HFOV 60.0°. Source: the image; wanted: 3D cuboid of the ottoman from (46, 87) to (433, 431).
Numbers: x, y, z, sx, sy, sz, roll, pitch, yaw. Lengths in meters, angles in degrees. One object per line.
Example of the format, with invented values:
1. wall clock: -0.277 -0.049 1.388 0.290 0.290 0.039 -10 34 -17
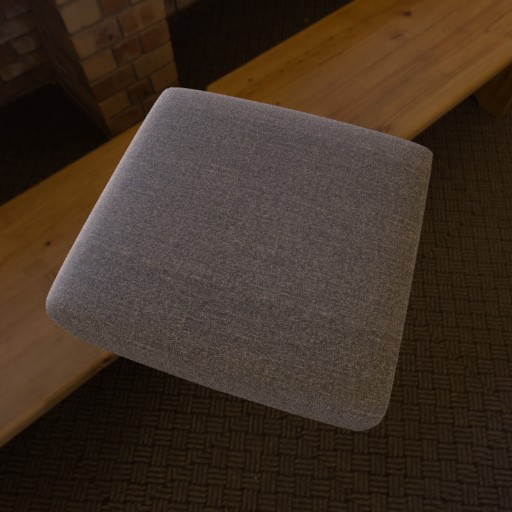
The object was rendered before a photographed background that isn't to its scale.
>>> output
1. ottoman: 0.000 0.000 1.056 0.655 0.399 0.648 16 64 8
